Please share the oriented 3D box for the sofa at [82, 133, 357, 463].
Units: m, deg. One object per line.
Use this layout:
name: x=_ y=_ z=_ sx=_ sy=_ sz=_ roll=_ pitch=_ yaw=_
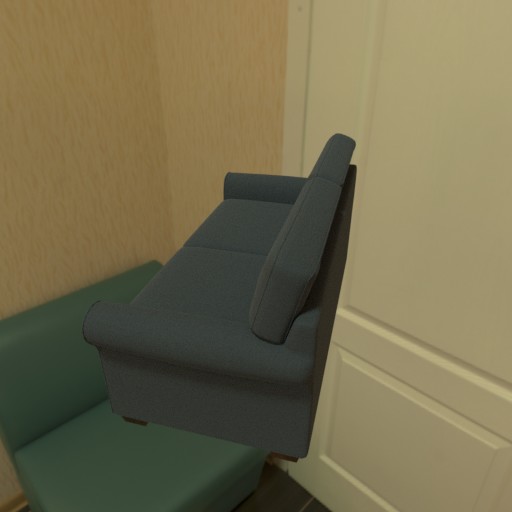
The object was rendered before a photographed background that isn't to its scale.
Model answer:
sofa: x=0.000 y=0.000 z=2.512 sx=0.940 sy=1.020 sz=1.930 roll=8 pitch=30 yaw=13
